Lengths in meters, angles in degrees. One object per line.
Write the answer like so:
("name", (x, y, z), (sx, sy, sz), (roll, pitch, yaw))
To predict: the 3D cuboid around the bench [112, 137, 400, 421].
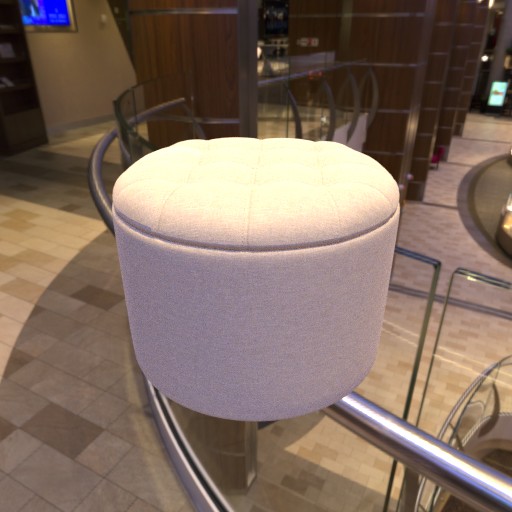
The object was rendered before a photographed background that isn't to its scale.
("bench", (0.000, 0.000, 1.025), (0.600, 0.454, 0.600), (0, 27, 0))
